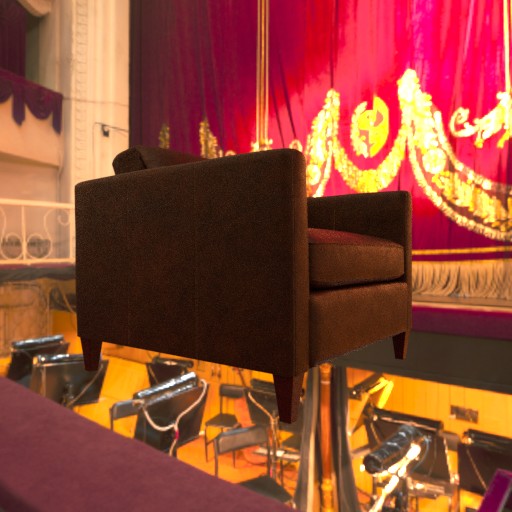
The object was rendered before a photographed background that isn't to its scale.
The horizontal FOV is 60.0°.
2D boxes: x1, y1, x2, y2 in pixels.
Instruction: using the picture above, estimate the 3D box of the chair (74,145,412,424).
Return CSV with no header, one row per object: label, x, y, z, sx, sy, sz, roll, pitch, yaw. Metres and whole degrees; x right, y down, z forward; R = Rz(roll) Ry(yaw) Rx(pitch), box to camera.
chair,0.000,0.000,1.766,0.975,0.864,0.990,0,0,36
